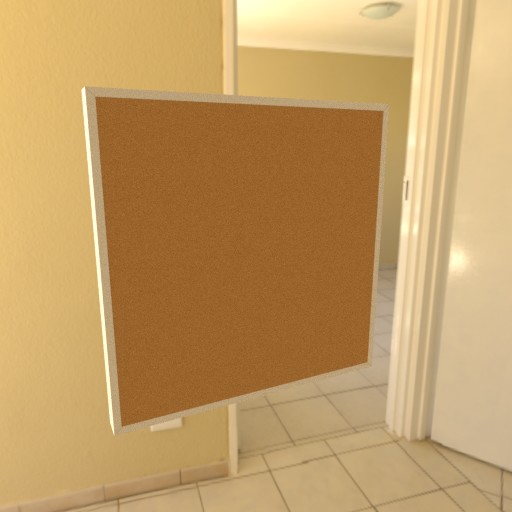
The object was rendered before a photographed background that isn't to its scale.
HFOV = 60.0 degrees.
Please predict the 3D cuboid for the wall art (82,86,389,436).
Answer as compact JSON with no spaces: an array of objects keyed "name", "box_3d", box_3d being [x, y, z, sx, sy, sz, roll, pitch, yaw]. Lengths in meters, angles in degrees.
[{"name":"wall art","box_3d":[0.000,0.000,0.450,0.304,0.304,0.024,-7,15,-26]}]
